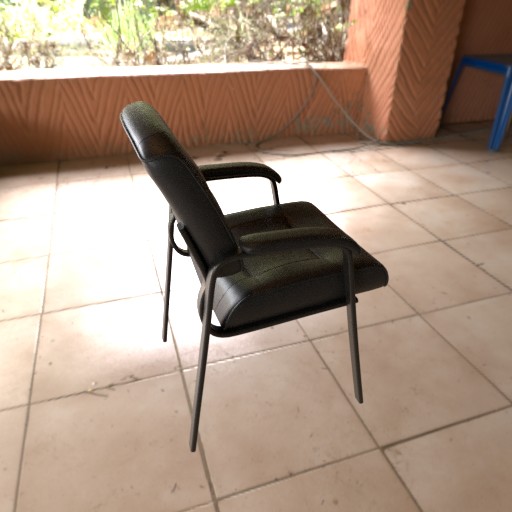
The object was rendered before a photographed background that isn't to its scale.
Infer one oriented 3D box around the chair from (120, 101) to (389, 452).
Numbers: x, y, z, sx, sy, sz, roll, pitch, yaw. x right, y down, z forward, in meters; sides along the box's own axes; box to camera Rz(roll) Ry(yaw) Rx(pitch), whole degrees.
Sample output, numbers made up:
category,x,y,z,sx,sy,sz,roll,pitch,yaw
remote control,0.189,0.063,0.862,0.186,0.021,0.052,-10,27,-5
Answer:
category,x,y,z,sx,sy,sz,roll,pitch,yaw
chair,0.000,0.000,1.350,0.668,0.910,0.591,-10,32,-17
